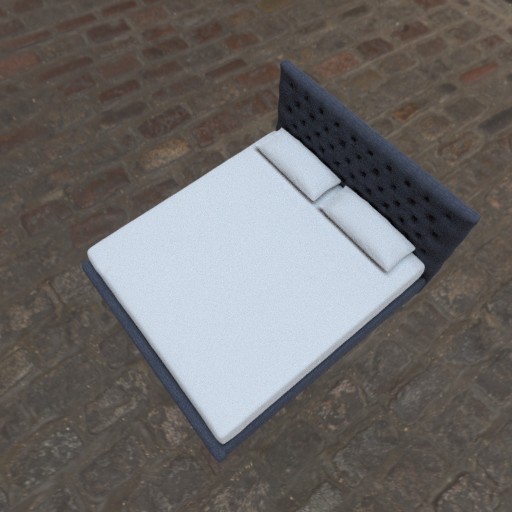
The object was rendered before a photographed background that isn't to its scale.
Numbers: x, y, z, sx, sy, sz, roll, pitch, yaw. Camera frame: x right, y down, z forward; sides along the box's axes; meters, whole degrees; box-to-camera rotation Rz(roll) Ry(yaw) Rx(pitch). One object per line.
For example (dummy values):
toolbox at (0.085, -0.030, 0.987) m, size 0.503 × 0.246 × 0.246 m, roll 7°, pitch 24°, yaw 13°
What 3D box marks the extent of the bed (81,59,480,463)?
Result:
bed at (0.000, 0.000, 3.683) m, size 2.387 × 1.427 × 2.078 m, roll -36°, pitch 68°, yaw -17°
